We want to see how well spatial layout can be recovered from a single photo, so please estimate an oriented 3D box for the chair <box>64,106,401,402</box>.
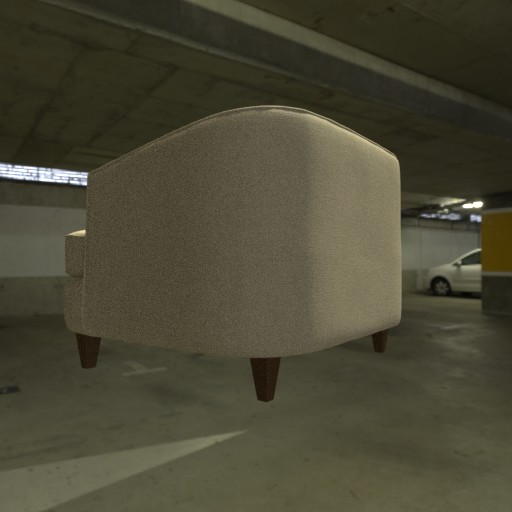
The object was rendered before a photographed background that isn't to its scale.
[{"bbox_3d":[0.000,0.000,1.718,0.914,0.787,1.118,-1,-1,37],"label":"chair"}]
